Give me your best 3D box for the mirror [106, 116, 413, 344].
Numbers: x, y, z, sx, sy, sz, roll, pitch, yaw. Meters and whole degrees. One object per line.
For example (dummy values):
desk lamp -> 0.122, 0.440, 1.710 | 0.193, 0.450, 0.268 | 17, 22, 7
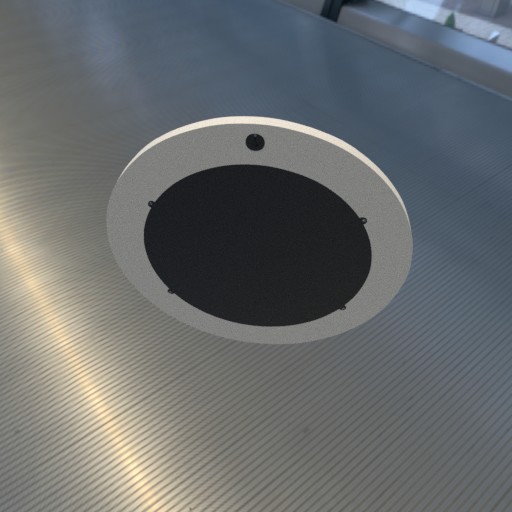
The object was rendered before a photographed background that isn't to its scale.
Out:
mirror -> 0.000, 0.000, 1.364 | 0.914, 0.914, 0.038 | 5, 46, 5
